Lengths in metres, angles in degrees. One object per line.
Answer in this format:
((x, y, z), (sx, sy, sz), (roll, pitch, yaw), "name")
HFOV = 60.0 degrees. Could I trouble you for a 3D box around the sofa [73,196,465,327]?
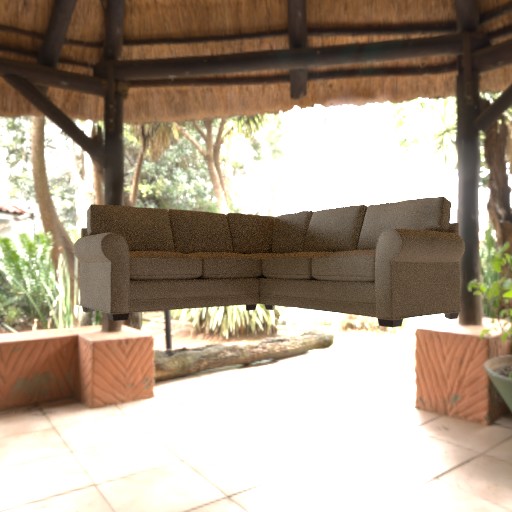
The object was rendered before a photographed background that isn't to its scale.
((0.000, 0.000, 3.916), (2.487, 1.054, 2.569), (1, -1, -37), "sofa")
